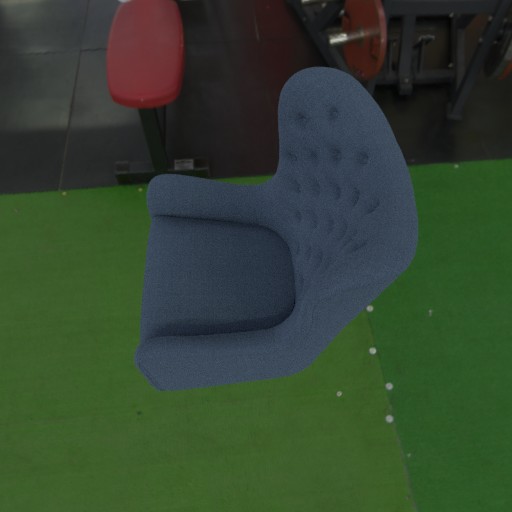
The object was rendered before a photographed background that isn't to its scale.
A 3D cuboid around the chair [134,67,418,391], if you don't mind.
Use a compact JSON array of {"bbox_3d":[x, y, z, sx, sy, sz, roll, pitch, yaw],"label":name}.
[{"bbox_3d":[0.000,0.000,1.720,0.930,1.079,0.831,-3,59,-2],"label":"chair"}]
